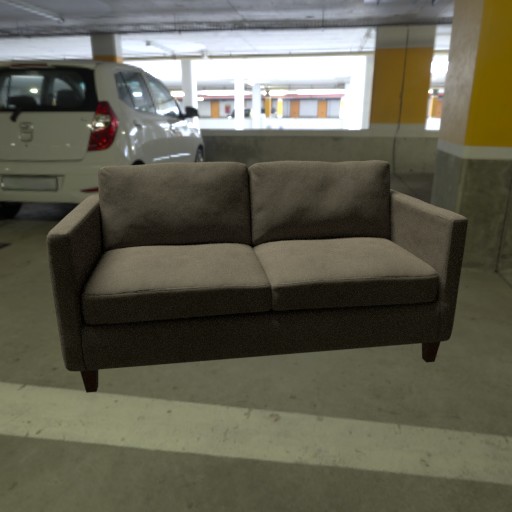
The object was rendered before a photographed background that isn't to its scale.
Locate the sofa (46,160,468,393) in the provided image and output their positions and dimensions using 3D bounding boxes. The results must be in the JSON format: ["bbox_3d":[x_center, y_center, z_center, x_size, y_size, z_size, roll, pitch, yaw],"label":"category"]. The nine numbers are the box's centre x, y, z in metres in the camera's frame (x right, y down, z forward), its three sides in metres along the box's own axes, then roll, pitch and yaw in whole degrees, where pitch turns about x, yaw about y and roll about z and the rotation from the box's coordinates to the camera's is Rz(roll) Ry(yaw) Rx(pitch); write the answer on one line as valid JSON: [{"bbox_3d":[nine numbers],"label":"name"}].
[{"bbox_3d":[0.000,0.000,2.411,1.884,0.963,0.950,-3,18,-8],"label":"sofa"}]
